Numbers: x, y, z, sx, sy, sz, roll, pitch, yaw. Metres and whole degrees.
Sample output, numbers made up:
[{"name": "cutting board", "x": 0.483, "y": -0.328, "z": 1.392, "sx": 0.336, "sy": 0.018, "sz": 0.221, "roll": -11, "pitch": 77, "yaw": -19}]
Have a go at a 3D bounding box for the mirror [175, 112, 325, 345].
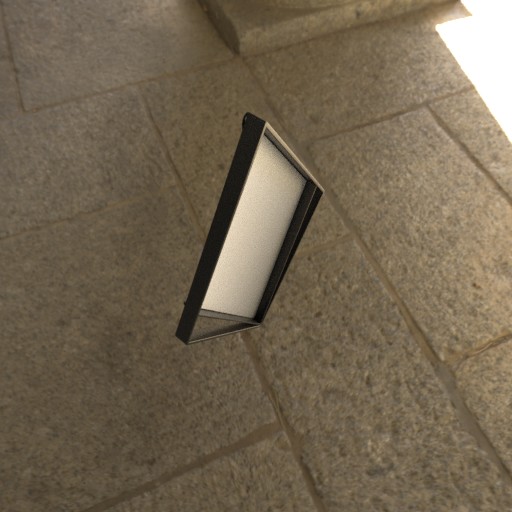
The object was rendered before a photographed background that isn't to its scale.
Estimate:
[{"name": "mirror", "x": 0.000, "y": 0.000, "z": 0.837, "sx": 0.032, "sy": 0.679, "sz": 0.419, "roll": 34, "pitch": 65, "yaw": 18}]
